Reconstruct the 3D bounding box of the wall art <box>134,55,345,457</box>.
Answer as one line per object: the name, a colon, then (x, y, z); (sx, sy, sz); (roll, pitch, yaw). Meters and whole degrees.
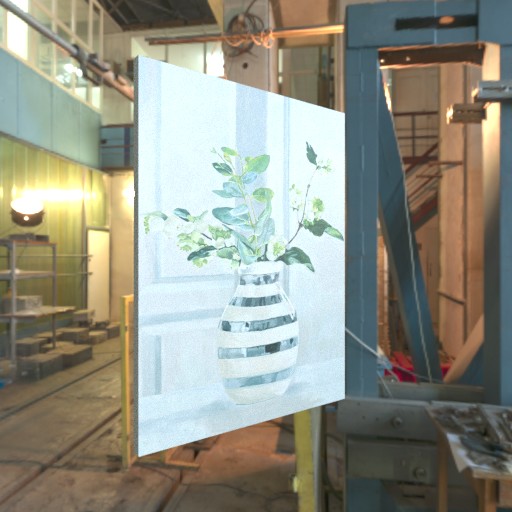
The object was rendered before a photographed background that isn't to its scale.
wall art: (0.000, 0.000, 1.622); (0.914, 1.212, 0.038); (0, 0, -37)
